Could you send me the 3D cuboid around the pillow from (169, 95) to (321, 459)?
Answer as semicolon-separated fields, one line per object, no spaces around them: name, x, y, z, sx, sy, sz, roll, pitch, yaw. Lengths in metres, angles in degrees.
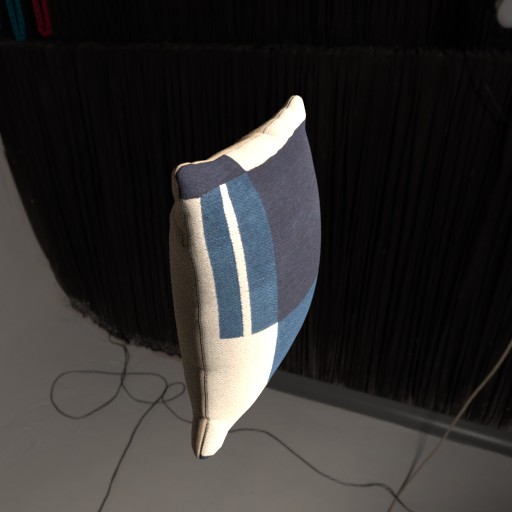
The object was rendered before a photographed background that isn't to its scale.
pillow;0.000;0.000;0.833;0.229;0.506;0.536;10;30;18
